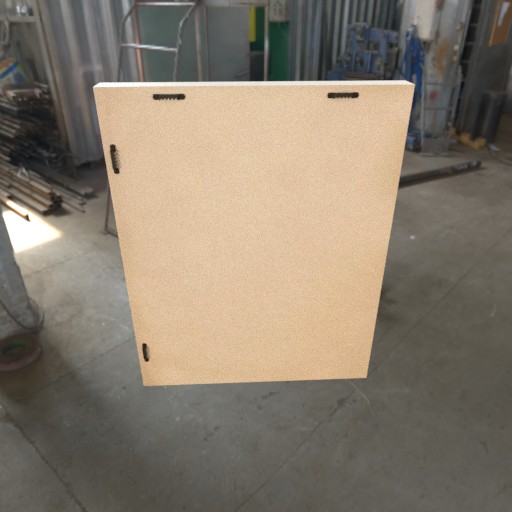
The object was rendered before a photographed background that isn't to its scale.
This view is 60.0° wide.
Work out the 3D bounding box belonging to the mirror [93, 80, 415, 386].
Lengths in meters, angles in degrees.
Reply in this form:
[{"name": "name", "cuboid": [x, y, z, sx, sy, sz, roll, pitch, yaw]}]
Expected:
[{"name": "mirror", "cuboid": [0.000, 0.000, 0.694, 0.405, 0.508, 0.041, -1, 29, -2]}]
